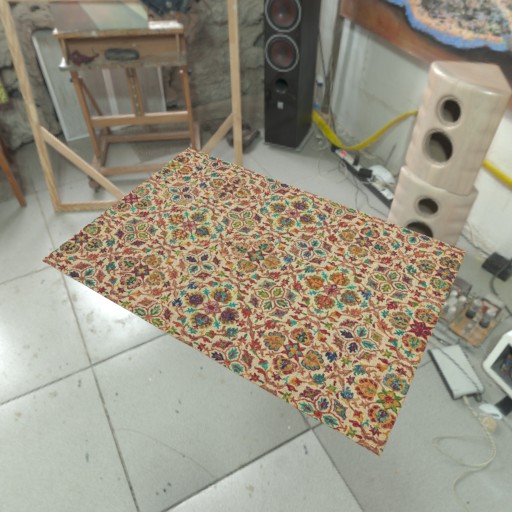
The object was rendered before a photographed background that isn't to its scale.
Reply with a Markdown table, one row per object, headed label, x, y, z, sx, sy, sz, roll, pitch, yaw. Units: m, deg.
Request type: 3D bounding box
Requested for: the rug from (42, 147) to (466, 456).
| label | x | y | z | sx | sy | sz | roll | pitch | yaw |
| --- | --- | --- | --- | --- | --- | --- | --- | --- | --- |
| rug | 0.000 | 0.000 | 2.302 | 1.838 | 0.013 | 1.226 | 24 | 51 | 21 |
